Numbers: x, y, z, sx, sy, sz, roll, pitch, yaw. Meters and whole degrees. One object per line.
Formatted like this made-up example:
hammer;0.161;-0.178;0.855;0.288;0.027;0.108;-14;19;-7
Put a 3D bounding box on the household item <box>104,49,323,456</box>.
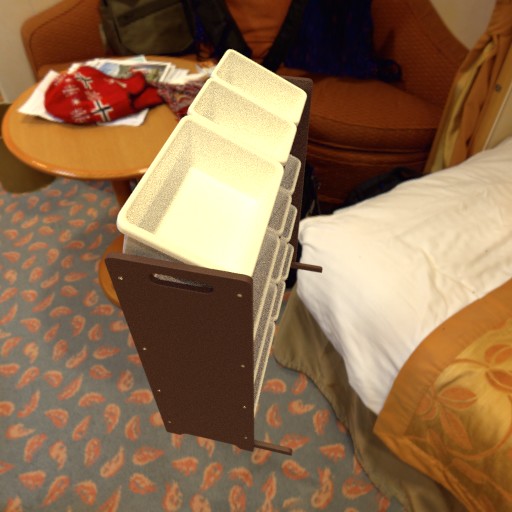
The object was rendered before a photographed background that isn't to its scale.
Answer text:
household item;0.000;0.000;1.287;0.389;0.864;0.787;9;47;9
